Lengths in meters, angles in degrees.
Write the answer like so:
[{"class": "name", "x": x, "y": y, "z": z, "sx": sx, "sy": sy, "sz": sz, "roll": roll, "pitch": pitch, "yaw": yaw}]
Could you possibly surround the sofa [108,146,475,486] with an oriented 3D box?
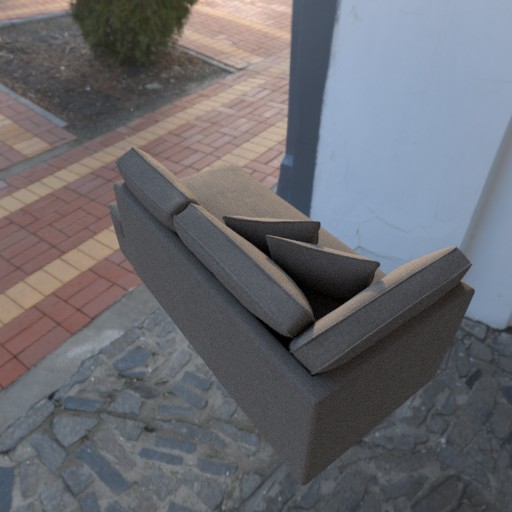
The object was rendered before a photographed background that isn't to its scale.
[{"class": "sofa", "x": 0.000, "y": 0.000, "z": 2.792, "sx": 1.110, "sy": 1.033, "sz": 2.237, "roll": -26, "pitch": 47, "yaw": -26}]
